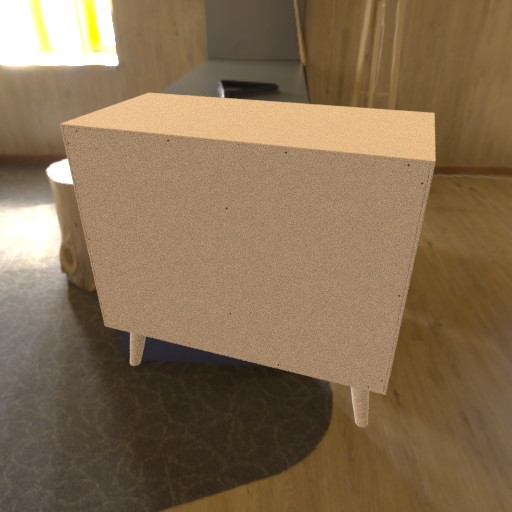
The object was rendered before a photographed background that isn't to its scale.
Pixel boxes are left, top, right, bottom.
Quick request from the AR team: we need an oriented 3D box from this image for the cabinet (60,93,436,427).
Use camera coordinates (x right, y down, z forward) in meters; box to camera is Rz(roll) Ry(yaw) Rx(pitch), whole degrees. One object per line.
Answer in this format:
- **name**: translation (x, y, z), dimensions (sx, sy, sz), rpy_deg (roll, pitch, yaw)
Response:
- **cabinet**: translation (0.000, 0.000, 1.242), dimensions (0.800, 0.761, 0.398), rpy_deg (10, 32, 16)
